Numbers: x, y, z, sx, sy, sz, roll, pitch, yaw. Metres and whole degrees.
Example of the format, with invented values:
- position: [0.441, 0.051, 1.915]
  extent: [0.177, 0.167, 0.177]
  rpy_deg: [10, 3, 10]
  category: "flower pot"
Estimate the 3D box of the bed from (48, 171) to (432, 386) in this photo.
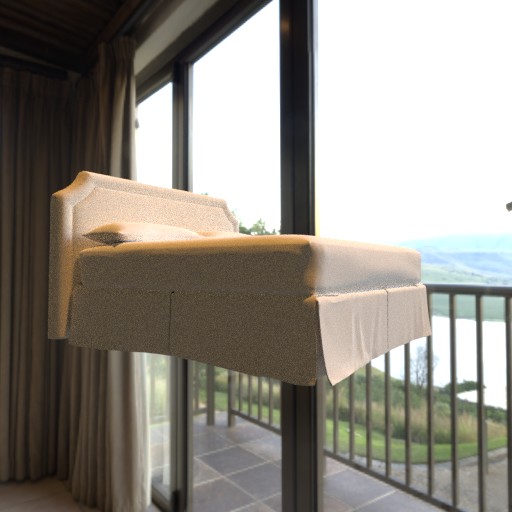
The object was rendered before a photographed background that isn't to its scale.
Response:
- position: [0.000, 0.000, 3.473]
  extent: [2.204, 1.301, 2.160]
  rpy_deg: [-1, -2, 35]
  category: "bed"
